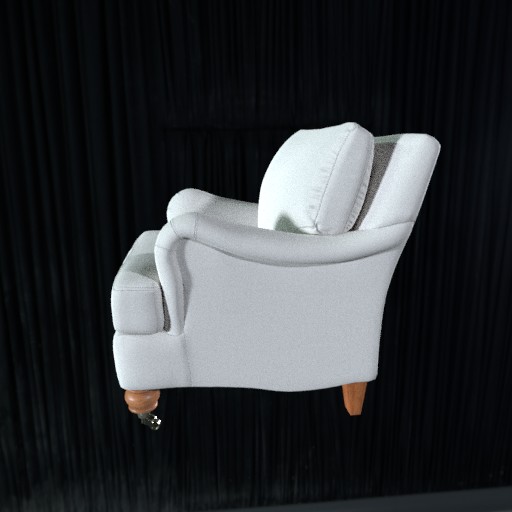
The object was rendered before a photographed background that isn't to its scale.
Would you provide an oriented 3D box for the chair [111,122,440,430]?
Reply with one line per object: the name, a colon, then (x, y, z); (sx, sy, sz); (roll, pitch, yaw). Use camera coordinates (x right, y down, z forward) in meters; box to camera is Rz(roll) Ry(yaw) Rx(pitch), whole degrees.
chair: (0.000, 0.000, 1.849); (1.070, 1.038, 0.955); (-2, 14, -8)
